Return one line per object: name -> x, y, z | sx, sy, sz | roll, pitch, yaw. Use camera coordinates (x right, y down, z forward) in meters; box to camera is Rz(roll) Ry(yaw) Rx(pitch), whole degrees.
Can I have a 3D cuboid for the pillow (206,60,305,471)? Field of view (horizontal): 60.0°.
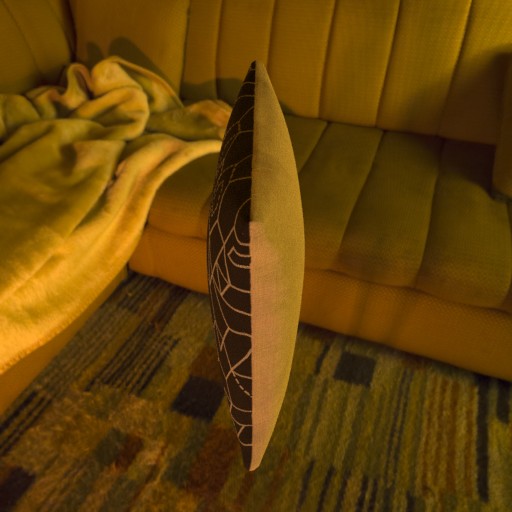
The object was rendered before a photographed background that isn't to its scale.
pillow -> 0.000, 0.000, 0.769 | 0.158, 0.508, 0.517 | 0, 39, 0
